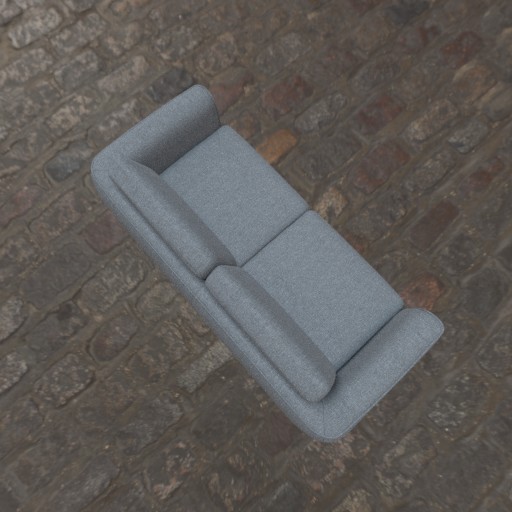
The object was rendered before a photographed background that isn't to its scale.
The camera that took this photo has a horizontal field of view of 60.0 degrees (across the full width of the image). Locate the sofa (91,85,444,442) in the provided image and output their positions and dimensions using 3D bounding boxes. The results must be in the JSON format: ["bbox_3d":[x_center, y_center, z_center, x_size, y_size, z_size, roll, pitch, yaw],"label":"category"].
[{"bbox_3d":[0.000,0.000,2.538,0.920,0.870,2.000,-41,78,-11],"label":"sofa"}]
